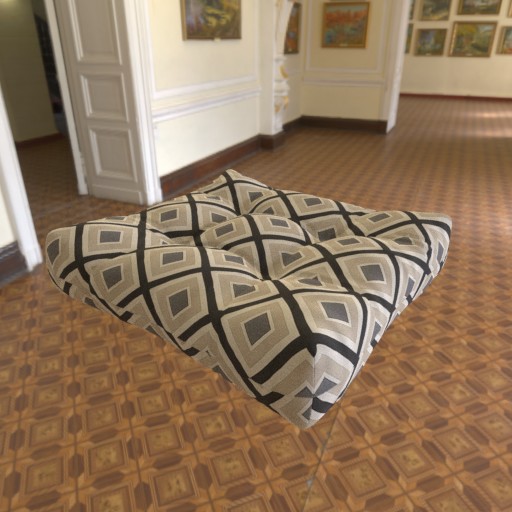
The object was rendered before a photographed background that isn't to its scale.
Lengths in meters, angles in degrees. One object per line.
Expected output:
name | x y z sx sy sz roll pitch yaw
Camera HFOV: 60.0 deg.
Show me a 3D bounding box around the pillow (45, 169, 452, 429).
pillow | 0.000 0.000 0.714 0.490 0.128 0.468 18 31 32
